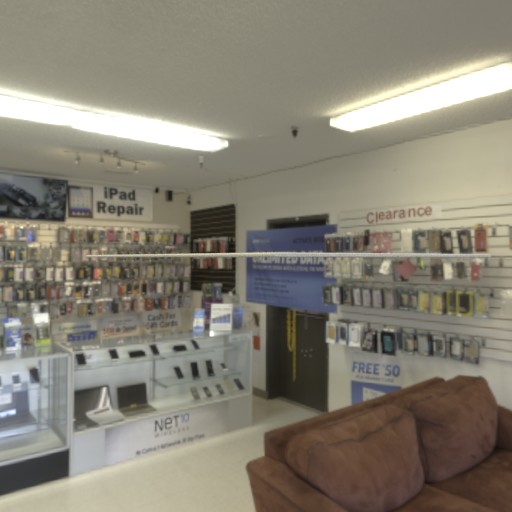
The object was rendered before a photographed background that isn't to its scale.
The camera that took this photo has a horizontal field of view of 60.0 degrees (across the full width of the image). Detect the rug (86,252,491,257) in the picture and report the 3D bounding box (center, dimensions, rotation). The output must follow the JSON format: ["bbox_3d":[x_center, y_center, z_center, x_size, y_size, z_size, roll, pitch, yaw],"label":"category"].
[{"bbox_3d":[0.000,0.000,2.313,1.219,0.013,1.829,0,0,-36],"label":"rug"}]
